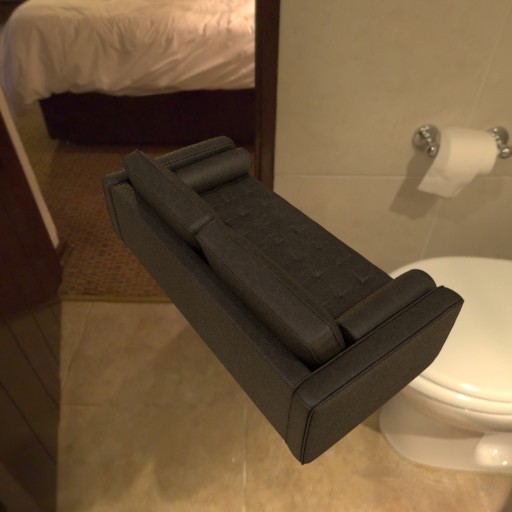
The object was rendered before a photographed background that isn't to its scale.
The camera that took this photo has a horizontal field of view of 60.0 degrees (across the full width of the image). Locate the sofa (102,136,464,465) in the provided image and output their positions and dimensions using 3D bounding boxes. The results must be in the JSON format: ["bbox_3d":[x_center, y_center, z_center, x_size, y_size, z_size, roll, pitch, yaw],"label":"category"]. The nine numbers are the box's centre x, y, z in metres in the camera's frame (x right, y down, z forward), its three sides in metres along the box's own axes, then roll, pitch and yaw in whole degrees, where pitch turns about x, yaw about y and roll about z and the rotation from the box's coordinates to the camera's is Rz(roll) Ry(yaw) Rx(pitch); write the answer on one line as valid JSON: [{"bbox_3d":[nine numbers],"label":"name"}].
[{"bbox_3d":[0.000,0.000,2.374,0.921,0.770,1.879,-27,49,-26],"label":"sofa"}]
